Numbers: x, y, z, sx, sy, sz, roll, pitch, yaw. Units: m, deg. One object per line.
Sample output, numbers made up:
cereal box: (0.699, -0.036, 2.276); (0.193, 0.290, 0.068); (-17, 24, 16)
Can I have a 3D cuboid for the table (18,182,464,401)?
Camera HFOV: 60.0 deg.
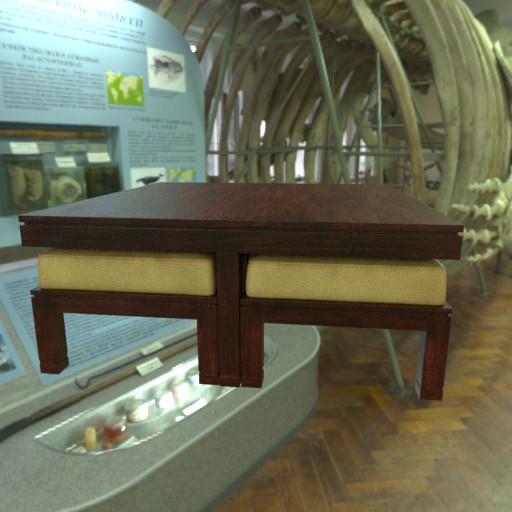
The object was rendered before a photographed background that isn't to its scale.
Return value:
table: (0.000, 0.000, 1.307); (0.865, 0.356, 0.865); (2, 14, 7)
